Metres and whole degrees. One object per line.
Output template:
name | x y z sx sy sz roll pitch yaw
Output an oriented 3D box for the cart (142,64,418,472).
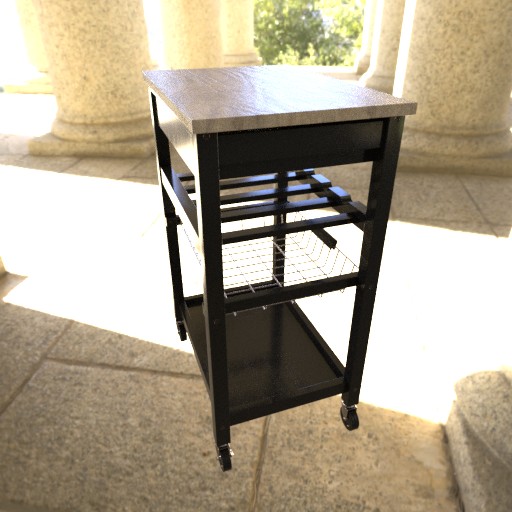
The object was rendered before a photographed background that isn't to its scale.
cart | 0.000 0.000 1.147 0.403 0.839 0.584 -10 31 -17
